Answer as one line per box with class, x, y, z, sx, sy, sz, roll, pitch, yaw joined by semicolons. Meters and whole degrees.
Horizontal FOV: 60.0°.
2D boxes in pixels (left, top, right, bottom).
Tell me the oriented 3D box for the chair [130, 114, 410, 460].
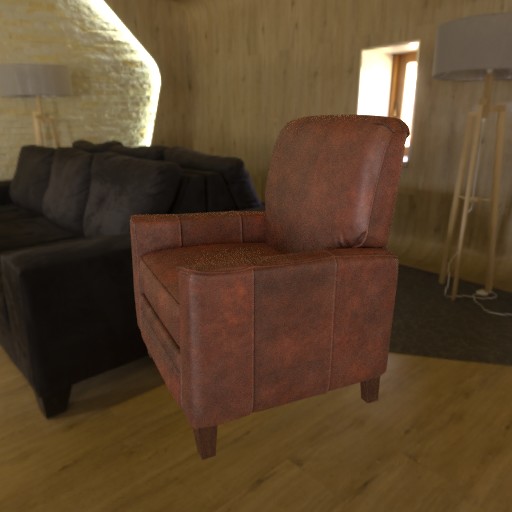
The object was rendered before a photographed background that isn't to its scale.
chair;0.000;0.000;1.710;0.836;1.043;0.843;-8;18;-25
